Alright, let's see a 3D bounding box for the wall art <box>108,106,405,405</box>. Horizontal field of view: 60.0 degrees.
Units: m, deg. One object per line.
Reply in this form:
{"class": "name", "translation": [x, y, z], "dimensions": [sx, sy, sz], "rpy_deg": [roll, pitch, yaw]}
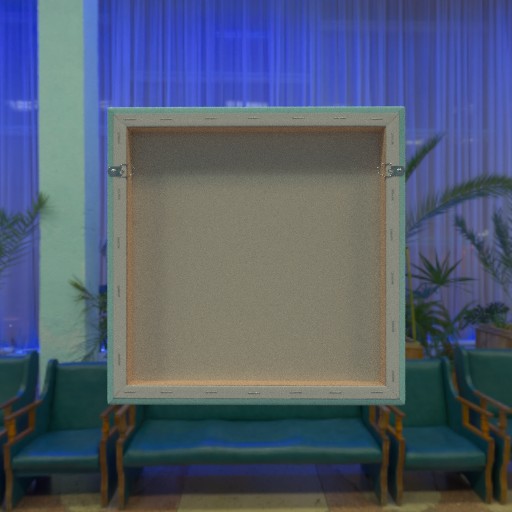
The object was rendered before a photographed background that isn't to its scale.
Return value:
{"class": "wall art", "translation": [0.000, 0.000, 1.156], "dimensions": [0.765, 0.766, 0.054], "rpy_deg": [0, 0, 0]}
